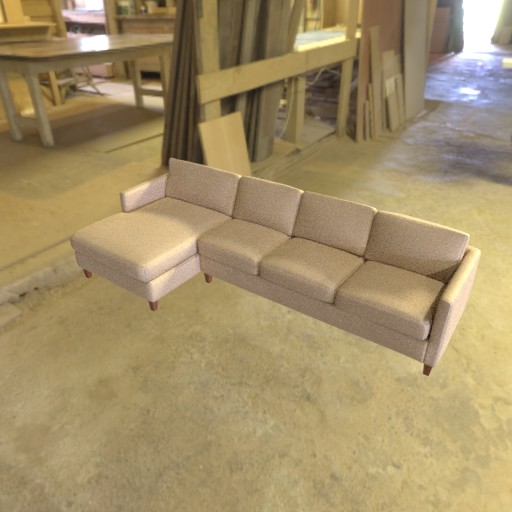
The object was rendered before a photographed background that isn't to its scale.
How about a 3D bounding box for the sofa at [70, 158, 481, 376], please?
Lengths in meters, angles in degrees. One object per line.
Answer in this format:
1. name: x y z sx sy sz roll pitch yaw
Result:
1. sofa: 0.000 0.000 3.766 3.201 0.876 1.502 20 36 30
